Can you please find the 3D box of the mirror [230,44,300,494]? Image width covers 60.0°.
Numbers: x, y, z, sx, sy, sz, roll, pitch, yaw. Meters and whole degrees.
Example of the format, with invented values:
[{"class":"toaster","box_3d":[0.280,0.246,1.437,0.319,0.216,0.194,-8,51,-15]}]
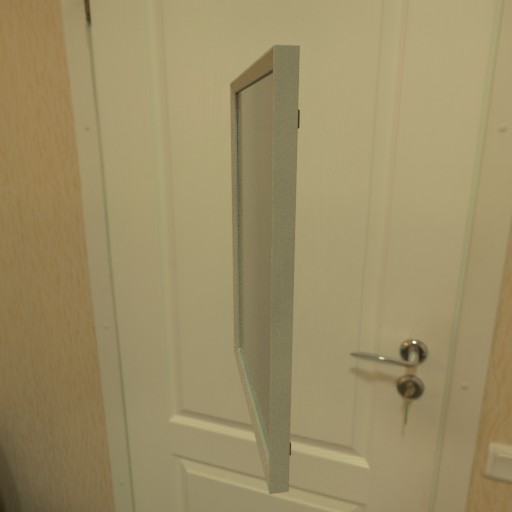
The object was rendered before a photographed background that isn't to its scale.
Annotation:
[{"class":"mirror","box_3d":[0.000,0.000,0.910,0.039,0.710,0.507,-3,16,-9]}]
